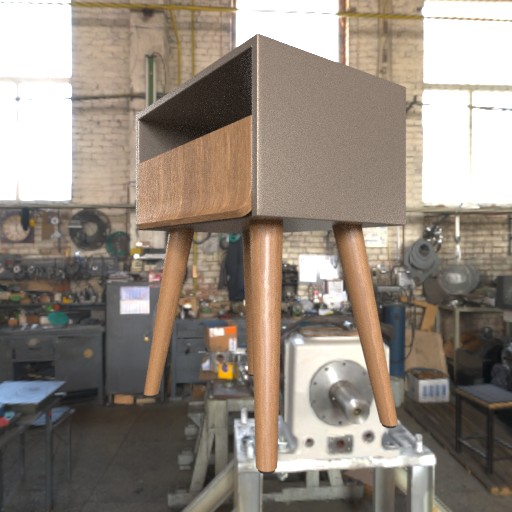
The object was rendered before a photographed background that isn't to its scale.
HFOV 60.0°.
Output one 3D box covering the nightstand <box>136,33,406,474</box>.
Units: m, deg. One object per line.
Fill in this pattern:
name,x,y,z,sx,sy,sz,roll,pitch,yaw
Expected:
nightstand,0.000,0.000,0.730,0.288,0.508,0.370,0,0,-36
